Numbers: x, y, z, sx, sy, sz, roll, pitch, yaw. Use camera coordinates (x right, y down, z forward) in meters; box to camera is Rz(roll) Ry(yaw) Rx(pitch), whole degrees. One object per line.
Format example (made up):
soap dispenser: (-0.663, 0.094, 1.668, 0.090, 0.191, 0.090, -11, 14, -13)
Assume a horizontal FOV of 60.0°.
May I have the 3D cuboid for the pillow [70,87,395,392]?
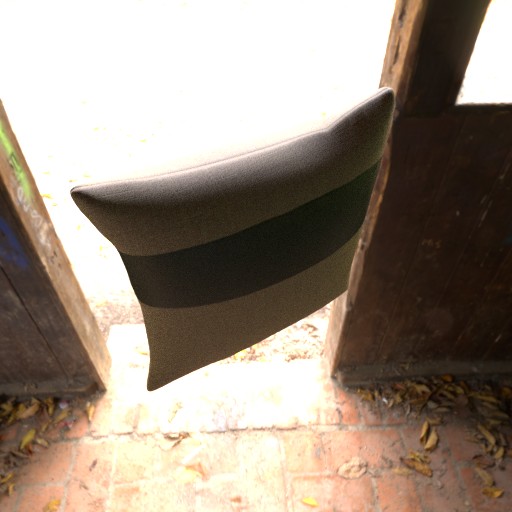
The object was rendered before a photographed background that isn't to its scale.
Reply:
pillow: (0.000, 0.000, 0.635, 0.414, 0.399, 0.173, -24, 50, -21)
